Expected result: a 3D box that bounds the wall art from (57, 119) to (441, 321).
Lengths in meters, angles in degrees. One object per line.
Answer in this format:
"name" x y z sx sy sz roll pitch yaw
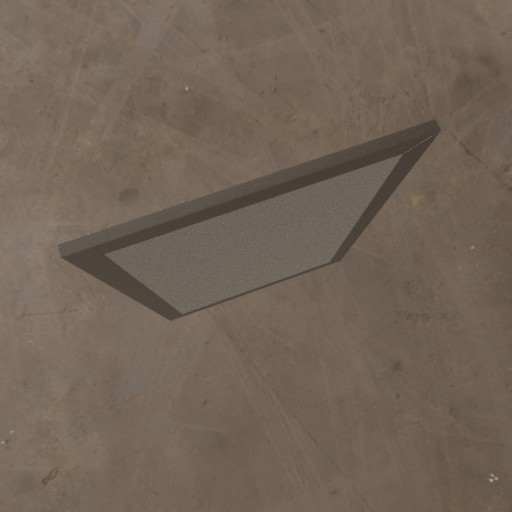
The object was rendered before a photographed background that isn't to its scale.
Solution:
"wall art" 0.000 0.000 0.670 0.376 0.529 0.013 -19 76 -5
